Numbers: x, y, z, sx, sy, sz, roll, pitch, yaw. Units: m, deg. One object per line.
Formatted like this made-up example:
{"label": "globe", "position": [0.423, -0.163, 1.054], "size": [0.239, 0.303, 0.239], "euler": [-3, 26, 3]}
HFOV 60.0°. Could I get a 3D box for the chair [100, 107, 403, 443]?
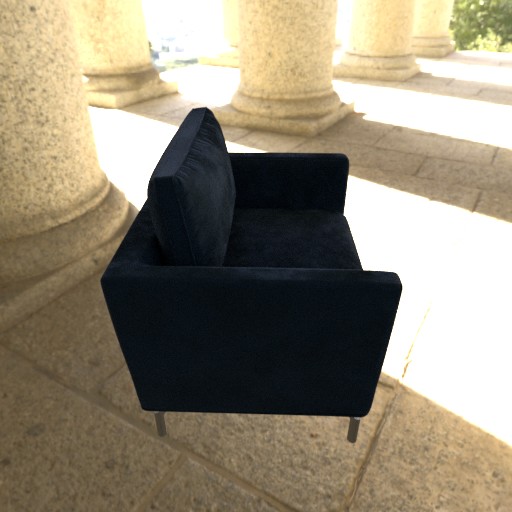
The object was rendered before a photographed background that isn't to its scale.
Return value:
{"label": "chair", "position": [0.000, 0.000, 1.593], "size": [0.746, 0.893, 0.977], "euler": [1, 32, 1]}
